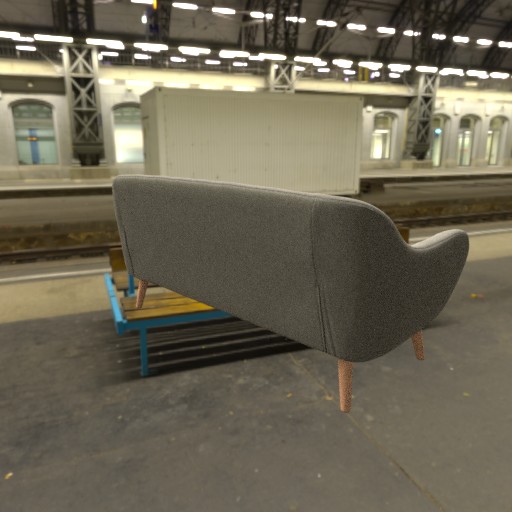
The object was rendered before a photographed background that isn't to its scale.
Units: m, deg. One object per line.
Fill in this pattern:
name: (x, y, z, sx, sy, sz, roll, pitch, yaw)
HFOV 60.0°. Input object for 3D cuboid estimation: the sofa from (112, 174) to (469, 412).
sofa: (0.000, 0.000, 2.262, 0.820, 0.820, 1.840, -14, 20, -43)
